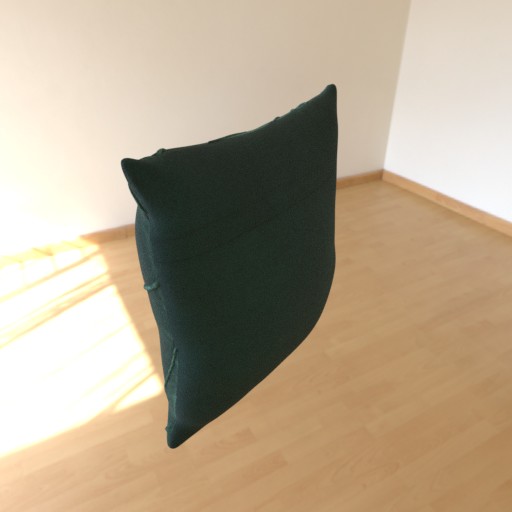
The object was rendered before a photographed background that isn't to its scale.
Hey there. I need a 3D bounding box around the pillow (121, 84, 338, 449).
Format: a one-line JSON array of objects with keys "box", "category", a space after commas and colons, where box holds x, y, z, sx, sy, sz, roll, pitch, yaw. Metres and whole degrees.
[{"box": [0.000, 0.000, 0.677, 0.184, 0.440, 0.439, 21, 37, 30], "category": "pillow"}]
